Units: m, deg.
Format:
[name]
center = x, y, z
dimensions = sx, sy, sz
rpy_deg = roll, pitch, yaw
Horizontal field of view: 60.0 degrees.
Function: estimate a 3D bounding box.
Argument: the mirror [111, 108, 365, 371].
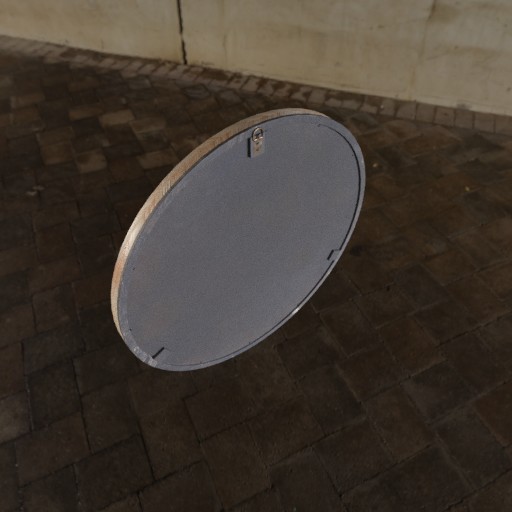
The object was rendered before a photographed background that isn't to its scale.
[mirror]
center = 0.000, 0.000, 1.067
dimensions = 0.710, 0.710, 0.038
rpy_deg = -29, 53, -25
